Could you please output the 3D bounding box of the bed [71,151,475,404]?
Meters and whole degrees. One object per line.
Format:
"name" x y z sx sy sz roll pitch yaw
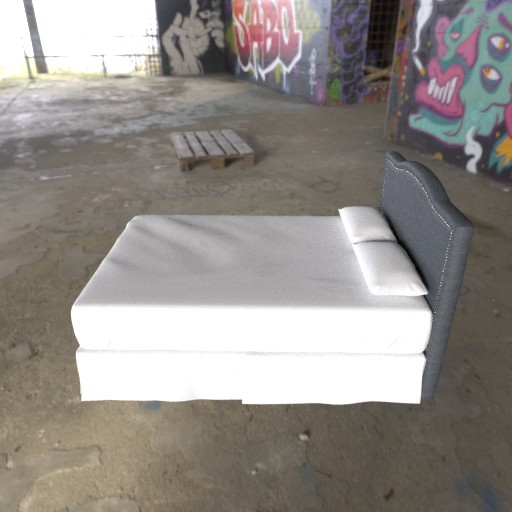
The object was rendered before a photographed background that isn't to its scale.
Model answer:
"bed" 0.000 0.000 3.524 2.507 1.441 1.747 1 27 1
